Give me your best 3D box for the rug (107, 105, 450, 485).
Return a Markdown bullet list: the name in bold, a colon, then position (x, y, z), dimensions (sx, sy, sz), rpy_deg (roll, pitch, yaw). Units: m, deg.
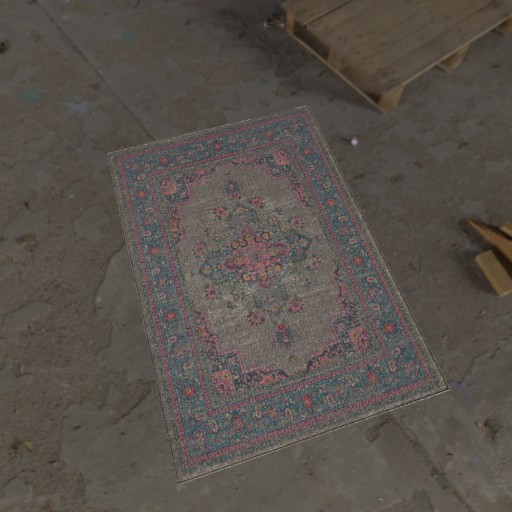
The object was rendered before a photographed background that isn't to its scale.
- **rug**: position (0.000, 0.000, 3.655), dimensions (2.005, 0.013, 2.890), rpy_deg (-16, 64, -8)
